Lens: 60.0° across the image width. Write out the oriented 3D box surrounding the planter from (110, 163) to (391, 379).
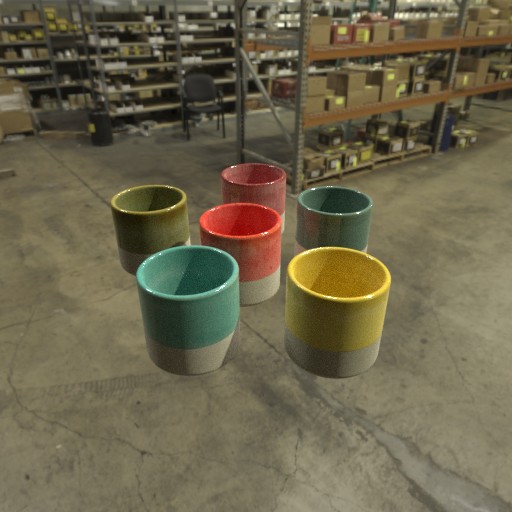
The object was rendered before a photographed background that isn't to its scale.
[{"bbox_3d":[0.000,0.000,0.418,0.257,0.075,0.286,-21,36,-32],"label":"planter"}]
